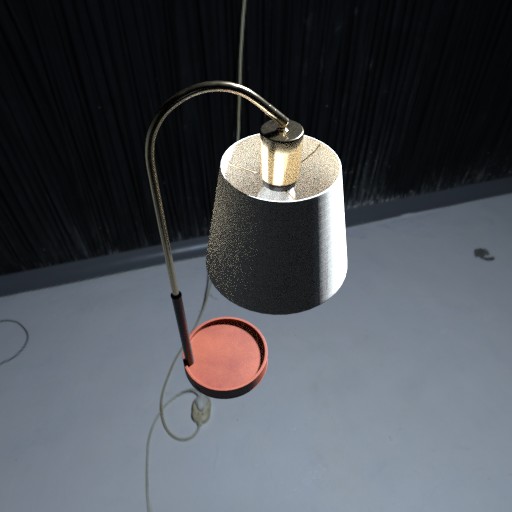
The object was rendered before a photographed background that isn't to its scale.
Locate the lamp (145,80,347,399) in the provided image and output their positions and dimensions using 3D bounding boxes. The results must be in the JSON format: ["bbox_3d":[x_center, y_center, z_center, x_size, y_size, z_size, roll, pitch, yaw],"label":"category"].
[{"bbox_3d":[0.000,0.000,0.651,0.273,0.536,0.211,-11,47,-10],"label":"lamp"}]
